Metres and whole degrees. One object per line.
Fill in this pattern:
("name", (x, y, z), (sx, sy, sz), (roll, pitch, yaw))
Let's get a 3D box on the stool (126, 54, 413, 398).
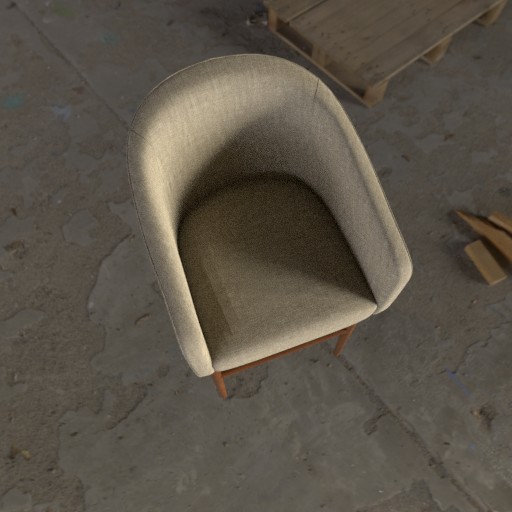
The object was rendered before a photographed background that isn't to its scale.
("stool", (0.000, 0.000, 1.359), (0.559, 0.952, 0.635), (-18, 65, -9))
